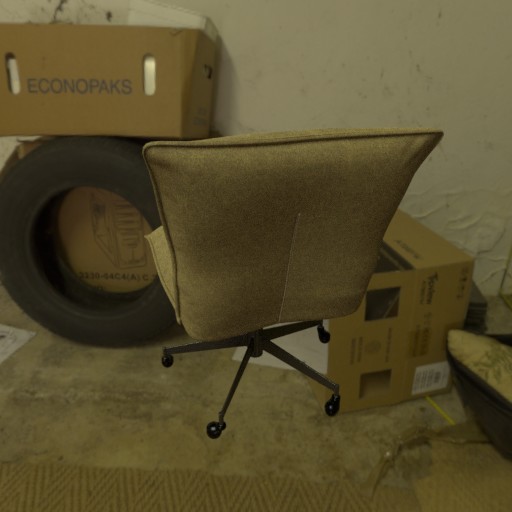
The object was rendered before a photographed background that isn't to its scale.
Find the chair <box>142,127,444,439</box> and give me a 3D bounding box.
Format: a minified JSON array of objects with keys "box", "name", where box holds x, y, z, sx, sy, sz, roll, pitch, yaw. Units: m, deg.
[{"box":[0.000,0.000,1.271,0.597,0.811,0.696,-8,27,-15],"name":"chair"}]
